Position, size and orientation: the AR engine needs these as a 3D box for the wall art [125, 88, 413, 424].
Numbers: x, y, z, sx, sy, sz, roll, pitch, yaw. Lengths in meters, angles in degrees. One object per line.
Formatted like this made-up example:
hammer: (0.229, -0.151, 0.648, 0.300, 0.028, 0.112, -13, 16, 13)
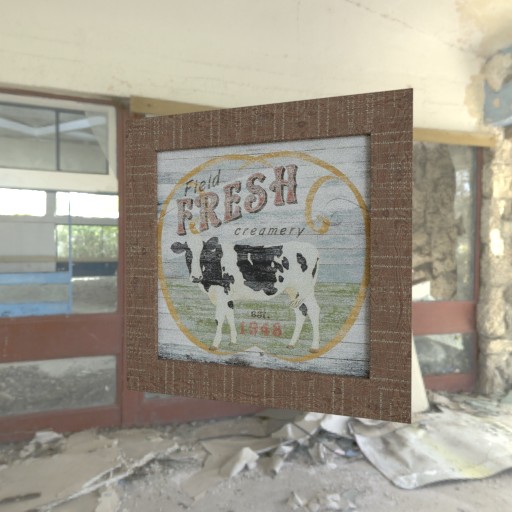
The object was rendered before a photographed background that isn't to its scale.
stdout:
wall art: (0.000, 0.000, 0.799, 0.531, 0.531, 0.029, 0, 1, 19)
